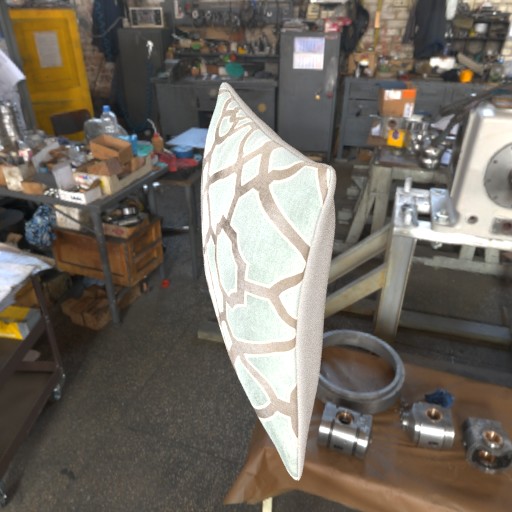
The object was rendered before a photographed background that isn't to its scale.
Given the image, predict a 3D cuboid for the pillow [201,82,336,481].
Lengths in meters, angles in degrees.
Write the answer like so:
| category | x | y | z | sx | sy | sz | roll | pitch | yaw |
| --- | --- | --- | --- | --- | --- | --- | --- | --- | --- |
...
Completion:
| category | x | y | z | sx | sy | sz | roll | pitch | yaw |
| --- | --- | --- | --- | --- | --- | --- | --- | --- | --- |
| pillow | 0.000 | 0.000 | 0.795 | 0.166 | 0.508 | 0.552 | -8 | 31 | -13 |
